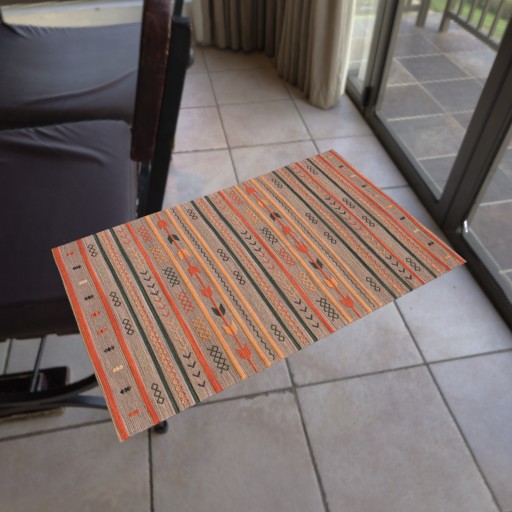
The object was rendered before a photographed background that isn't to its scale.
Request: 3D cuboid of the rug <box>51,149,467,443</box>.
[{"bbox_3d":[0.000,0.000,3.063,2.439,0.029,1.537,-23,52,-19],"label":"rug"}]
